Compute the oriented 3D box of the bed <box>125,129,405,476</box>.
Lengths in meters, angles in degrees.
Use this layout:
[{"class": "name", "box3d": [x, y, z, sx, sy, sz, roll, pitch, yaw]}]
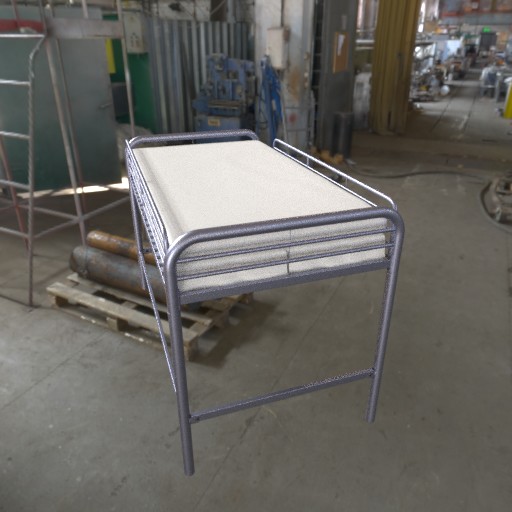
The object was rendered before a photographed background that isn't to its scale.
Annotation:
[{"class": "bed", "box3d": [0.000, 0.000, 2.932, 1.415, 1.288, 1.965, -9, 27, -17]}]
